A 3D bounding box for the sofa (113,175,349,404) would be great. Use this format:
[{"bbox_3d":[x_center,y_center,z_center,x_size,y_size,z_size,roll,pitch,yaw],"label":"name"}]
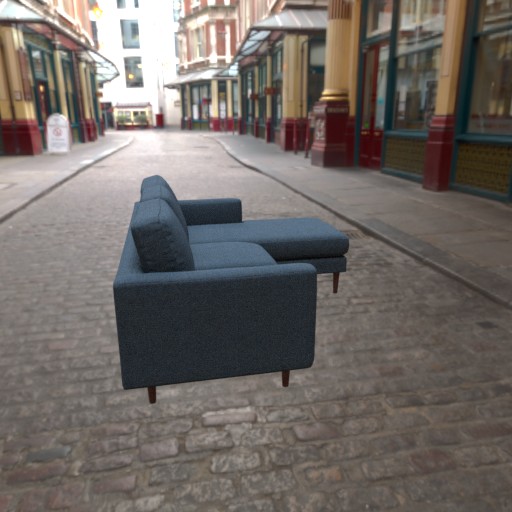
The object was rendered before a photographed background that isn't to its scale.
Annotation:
[{"bbox_3d":[0.000,0.000,3.029,1.667,0.957,2.055,-4,17,-12],"label":"sofa"}]
